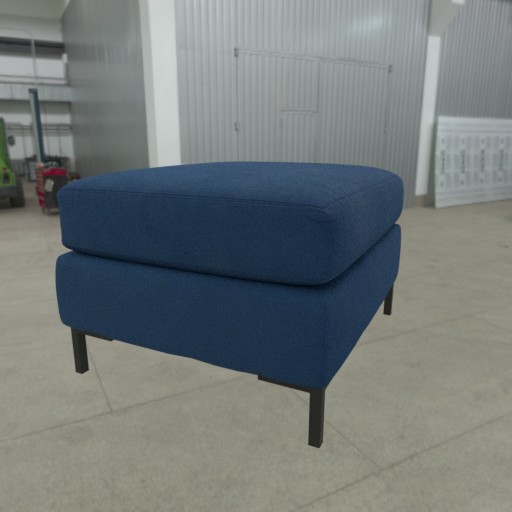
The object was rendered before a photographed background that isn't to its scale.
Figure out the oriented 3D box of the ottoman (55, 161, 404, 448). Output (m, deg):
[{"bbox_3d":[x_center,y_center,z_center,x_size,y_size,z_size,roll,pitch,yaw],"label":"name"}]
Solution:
[{"bbox_3d":[0.000,0.000,1.192,0.655,0.485,0.794,7,16,26],"label":"ottoman"}]
